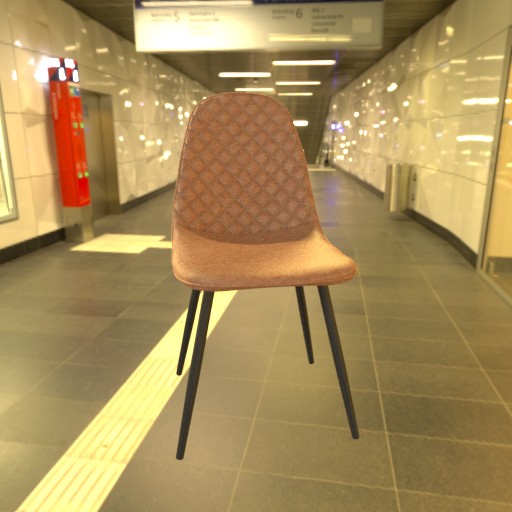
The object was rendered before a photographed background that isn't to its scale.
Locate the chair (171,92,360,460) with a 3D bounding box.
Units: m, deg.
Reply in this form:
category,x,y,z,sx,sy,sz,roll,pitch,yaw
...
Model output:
category,x,y,z,sx,sy,sz,roll,pitch,yaw
chair,0.000,0.000,1.211,0.472,0.889,0.561,-3,15,-9
